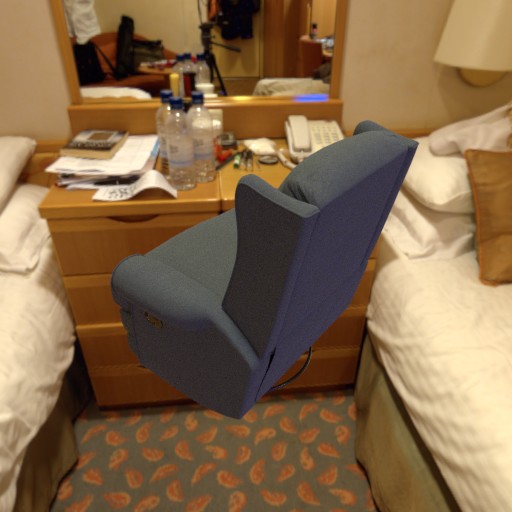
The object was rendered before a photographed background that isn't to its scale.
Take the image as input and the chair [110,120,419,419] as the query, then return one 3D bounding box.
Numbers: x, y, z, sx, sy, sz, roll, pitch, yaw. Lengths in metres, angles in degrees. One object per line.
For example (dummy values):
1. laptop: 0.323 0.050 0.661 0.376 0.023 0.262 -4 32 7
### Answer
1. chair: 0.000 0.000 1.753 0.877 1.020 0.971 22 38 31
